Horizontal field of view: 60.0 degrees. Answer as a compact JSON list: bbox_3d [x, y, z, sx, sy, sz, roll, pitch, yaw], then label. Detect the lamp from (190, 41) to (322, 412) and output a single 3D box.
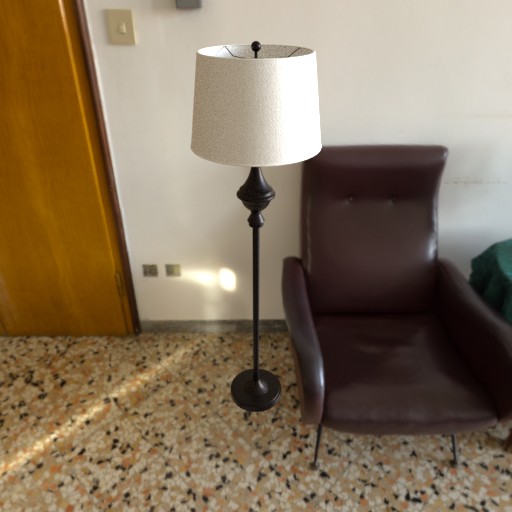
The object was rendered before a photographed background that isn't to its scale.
[{"bbox_3d":[0.000,0.000,1.692,0.431,1.484,0.431,0,31,0],"label":"lamp"}]
